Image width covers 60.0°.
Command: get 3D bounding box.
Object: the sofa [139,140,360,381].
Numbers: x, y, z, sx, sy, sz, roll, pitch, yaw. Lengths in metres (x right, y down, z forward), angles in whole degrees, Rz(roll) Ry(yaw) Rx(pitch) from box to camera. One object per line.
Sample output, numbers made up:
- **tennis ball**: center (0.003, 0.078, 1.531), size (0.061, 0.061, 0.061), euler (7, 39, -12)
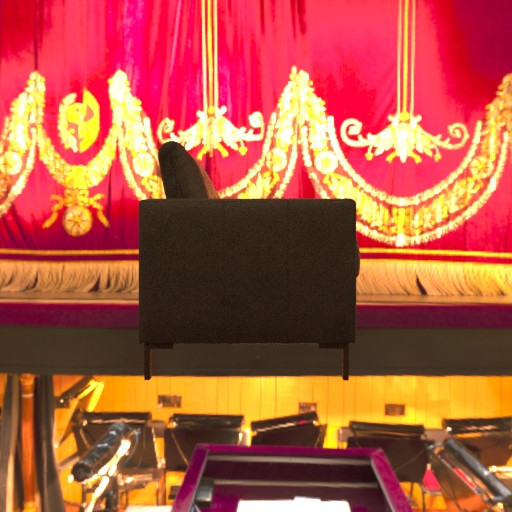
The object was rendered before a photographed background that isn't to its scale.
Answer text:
- **sofa**: center (0.000, 0.000, 2.395), size (0.748, 0.805, 2.029), euler (0, 0, 0)
